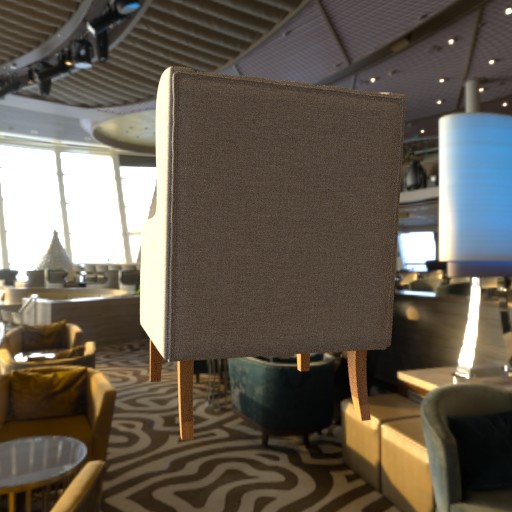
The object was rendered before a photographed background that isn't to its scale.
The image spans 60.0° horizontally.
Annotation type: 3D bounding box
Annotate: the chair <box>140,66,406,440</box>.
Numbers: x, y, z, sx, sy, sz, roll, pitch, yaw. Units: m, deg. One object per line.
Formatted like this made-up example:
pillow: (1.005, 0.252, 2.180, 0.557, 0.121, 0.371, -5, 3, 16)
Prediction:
chair: (0.000, 0.000, 1.441, 0.710, 0.930, 0.760, 0, -1, -16)
